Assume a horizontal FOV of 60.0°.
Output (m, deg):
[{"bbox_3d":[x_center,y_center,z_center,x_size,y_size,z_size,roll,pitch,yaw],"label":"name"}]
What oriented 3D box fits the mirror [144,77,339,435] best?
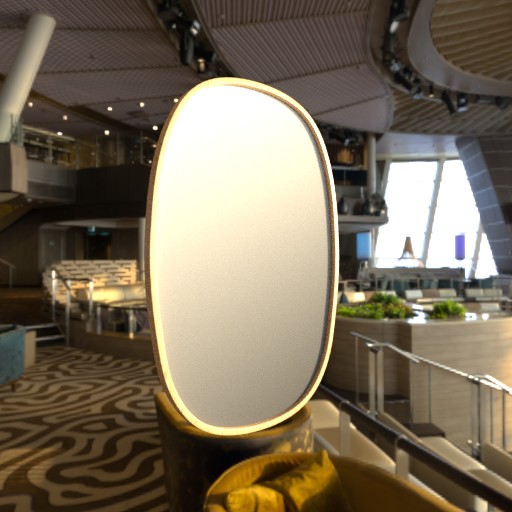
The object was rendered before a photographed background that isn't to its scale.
[{"bbox_3d":[0.000,0.000,1.384,0.724,1.075,0.037,0,-1,-38],"label":"mirror"}]
